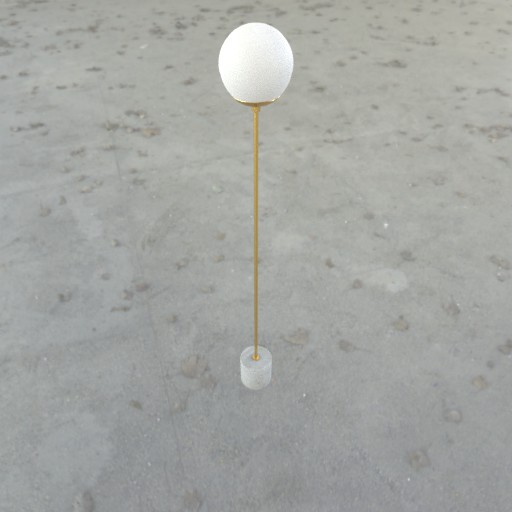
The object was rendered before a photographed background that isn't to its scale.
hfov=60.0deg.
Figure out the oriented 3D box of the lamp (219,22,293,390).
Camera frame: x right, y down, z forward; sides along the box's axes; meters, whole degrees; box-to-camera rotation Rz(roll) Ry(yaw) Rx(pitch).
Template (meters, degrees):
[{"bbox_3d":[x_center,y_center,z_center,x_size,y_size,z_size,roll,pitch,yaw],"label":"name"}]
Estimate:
[{"bbox_3d":[0.000,0.000,1.834,0.224,1.753,0.224,-12,43,-14],"label":"lamp"}]
